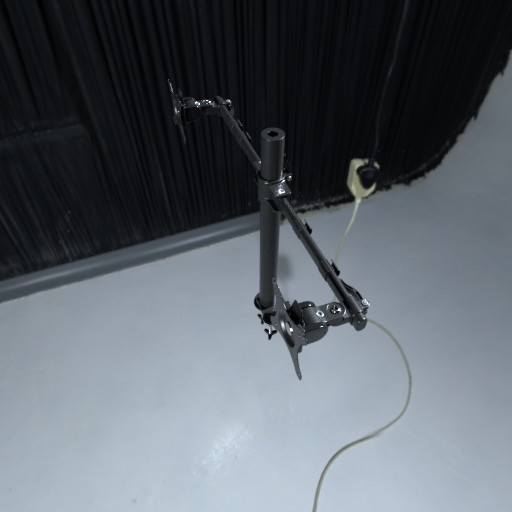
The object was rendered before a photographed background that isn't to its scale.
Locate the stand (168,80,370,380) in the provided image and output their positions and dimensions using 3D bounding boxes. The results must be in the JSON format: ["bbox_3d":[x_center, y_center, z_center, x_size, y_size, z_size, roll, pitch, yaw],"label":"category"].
[{"bbox_3d":[0.000,0.000,0.985,0.150,0.603,0.743,-16,49,-14],"label":"stand"}]
